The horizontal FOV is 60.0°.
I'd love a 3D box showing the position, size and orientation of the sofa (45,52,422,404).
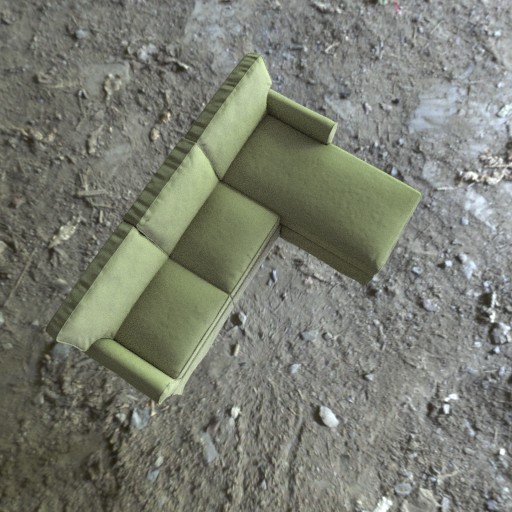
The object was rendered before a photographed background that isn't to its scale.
[{"bbox_3d":[0.000,0.000,3.302,1.733,0.978,2.475,31,78,7],"label":"sofa"}]
